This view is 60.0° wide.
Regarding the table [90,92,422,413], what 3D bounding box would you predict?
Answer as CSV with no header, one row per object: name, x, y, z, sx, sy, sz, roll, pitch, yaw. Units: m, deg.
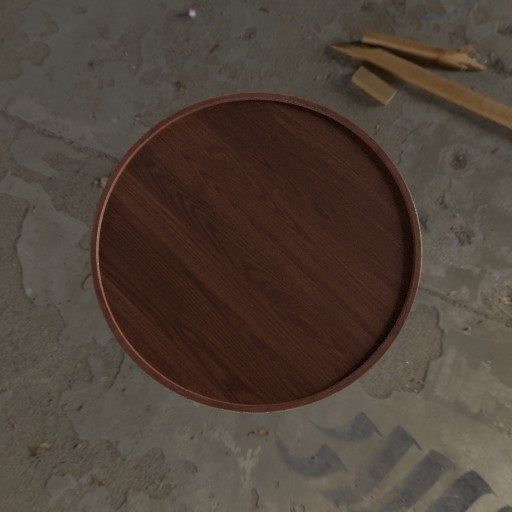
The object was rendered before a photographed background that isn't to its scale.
table,0.000,0.000,1.247,0.800,0.360,0.800,0,77,0
